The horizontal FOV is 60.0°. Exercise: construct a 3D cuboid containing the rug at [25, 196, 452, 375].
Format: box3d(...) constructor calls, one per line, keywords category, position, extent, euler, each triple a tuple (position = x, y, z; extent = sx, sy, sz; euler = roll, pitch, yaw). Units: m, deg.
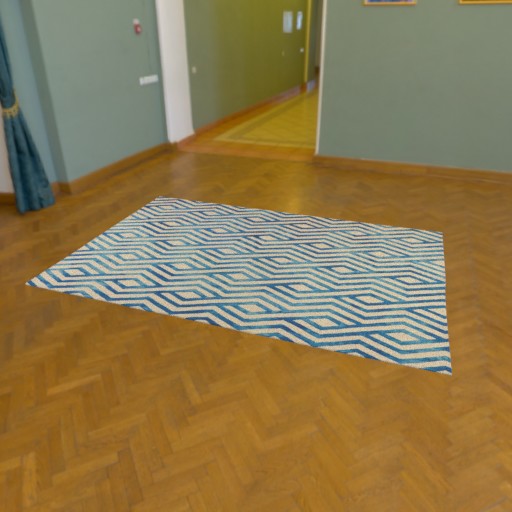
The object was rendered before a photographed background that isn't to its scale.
box3d(category="rug", position=(0.000, 0.000, 2.283), extent=(1.830, 0.008, 1.225), euler=(9, 29, 17))
